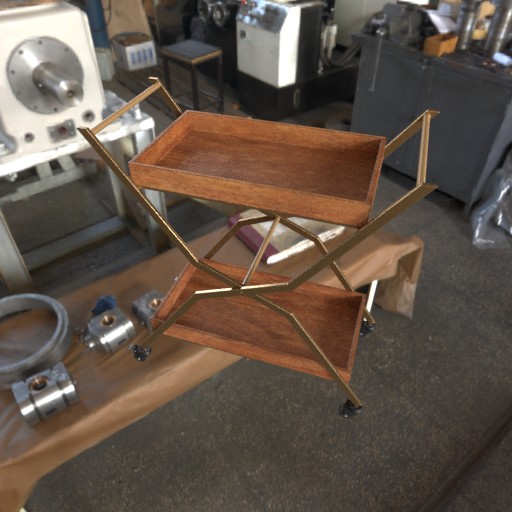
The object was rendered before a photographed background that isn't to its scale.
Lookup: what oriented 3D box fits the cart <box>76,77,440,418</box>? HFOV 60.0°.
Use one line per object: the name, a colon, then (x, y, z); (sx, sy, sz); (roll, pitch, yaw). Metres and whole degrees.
cart: (0.000, 0.000, 1.345); (0.836, 0.869, 0.405); (12, 42, 14)
